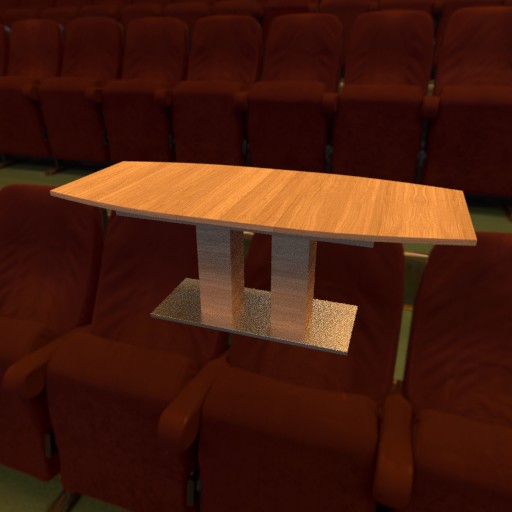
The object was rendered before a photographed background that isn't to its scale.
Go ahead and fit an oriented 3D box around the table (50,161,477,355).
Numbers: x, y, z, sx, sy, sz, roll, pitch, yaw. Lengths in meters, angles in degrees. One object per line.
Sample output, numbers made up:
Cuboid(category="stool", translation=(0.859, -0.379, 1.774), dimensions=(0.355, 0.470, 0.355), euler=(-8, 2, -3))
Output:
Cuboid(category="table", translation=(0.000, 0.000, 2.459), dimensions=(2.032, 0.750, 0.900), euler=(8, 27, 16))
